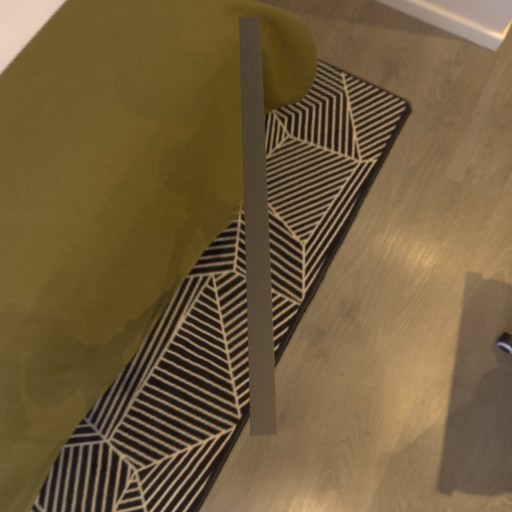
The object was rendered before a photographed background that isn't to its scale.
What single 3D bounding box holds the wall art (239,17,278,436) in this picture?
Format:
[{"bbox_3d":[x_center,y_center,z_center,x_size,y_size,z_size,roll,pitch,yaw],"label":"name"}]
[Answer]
[{"bbox_3d":[0.000,0.000,1.143,0.042,0.766,0.769,-2,75,0],"label":"wall art"}]
